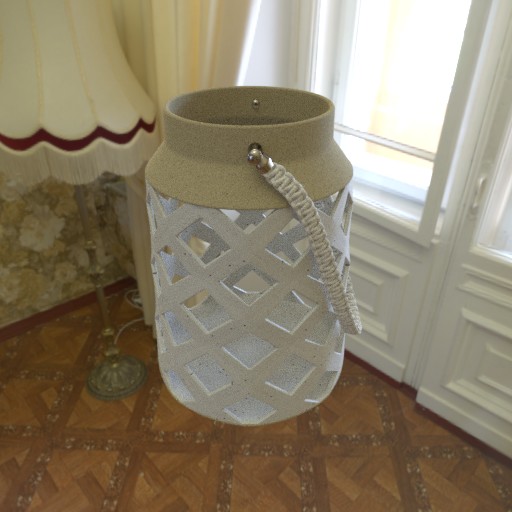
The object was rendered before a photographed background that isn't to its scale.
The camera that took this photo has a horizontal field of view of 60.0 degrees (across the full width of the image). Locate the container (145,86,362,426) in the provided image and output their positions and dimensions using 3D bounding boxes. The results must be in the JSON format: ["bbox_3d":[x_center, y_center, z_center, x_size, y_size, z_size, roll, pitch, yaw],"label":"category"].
[{"bbox_3d":[0.000,0.000,0.342,0.172,0.229,0.163,0,32,0],"label":"container"}]
